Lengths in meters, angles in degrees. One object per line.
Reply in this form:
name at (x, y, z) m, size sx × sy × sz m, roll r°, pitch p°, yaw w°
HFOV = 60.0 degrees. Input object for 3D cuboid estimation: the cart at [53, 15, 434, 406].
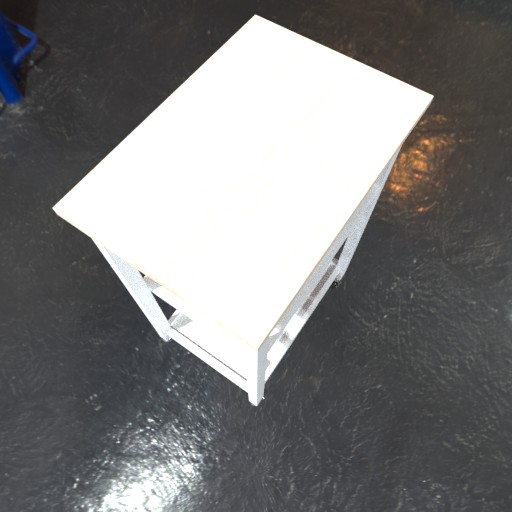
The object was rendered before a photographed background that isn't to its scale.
cart at (0.000, 0.000, 1.156) m, size 0.406 × 0.857 × 0.578 m, roll 32°, pitch 68°, yaw 14°
